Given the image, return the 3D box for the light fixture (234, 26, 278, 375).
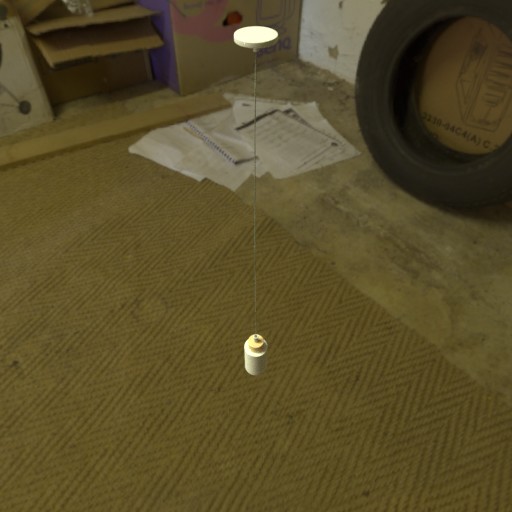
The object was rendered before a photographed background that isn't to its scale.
[{"bbox_3d":[0.000,0.000,1.896,0.125,1.798,0.125,22,50,20],"label":"light fixture"}]
